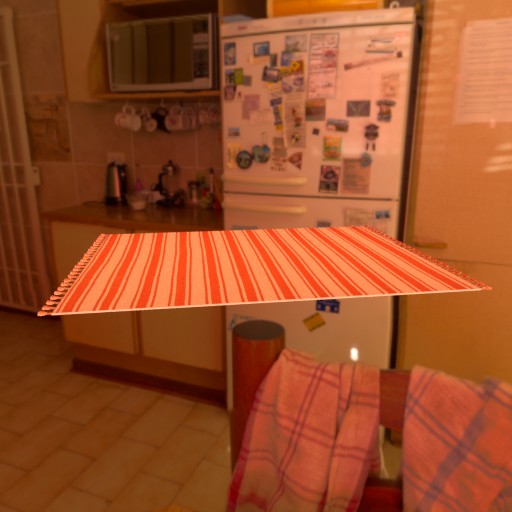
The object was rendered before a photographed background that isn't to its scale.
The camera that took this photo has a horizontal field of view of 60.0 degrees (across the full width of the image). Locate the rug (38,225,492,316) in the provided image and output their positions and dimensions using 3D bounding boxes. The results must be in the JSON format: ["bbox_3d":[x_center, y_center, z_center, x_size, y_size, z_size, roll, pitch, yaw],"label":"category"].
[{"bbox_3d":[0.000,0.000,4.384,3.369,0.035,2.451,-2,16,-9],"label":"rug"}]
